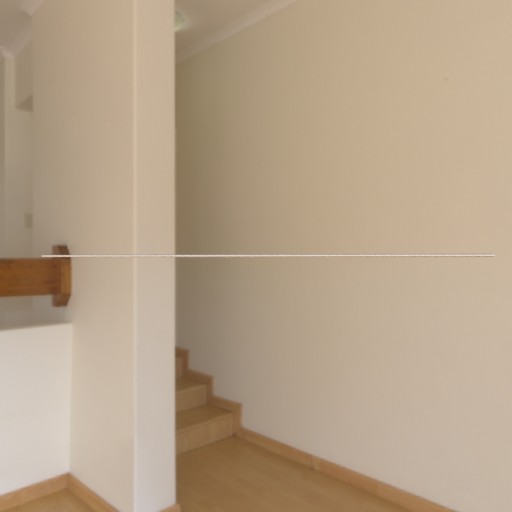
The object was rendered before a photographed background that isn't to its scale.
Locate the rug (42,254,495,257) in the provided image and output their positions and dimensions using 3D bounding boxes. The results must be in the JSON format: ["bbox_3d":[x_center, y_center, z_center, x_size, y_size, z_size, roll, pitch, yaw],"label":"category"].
[{"bbox_3d":[0.000,0.000,2.623,2.388,0.012,0.864,0,0,20],"label":"rug"}]
